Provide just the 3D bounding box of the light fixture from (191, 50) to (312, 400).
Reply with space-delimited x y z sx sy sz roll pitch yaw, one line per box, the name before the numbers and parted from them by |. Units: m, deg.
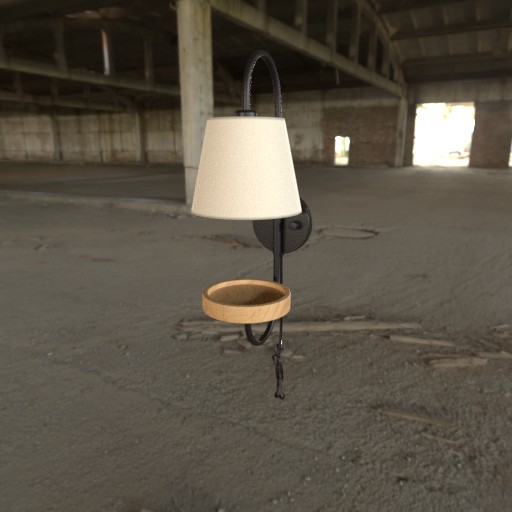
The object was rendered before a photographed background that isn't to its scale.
light fixture | 0.000 0.000 0.948 0.220 0.821 0.299 8 16 27
